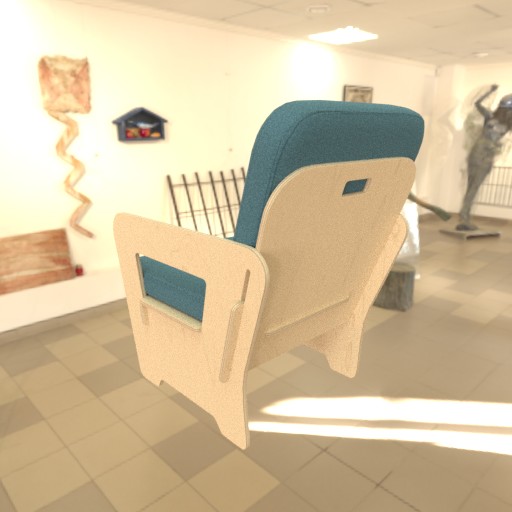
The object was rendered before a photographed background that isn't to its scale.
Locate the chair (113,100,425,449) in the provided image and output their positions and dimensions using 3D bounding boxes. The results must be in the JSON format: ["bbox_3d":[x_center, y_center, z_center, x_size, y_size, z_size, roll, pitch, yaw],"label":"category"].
[{"bbox_3d":[0.000,0.000,1.168,0.547,0.747,0.657,-15,22,-42],"label":"chair"}]
